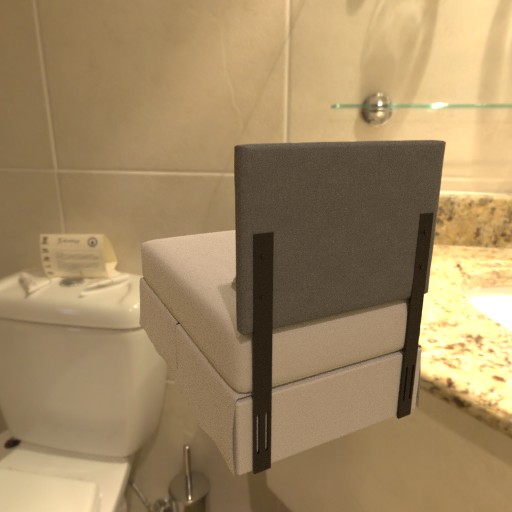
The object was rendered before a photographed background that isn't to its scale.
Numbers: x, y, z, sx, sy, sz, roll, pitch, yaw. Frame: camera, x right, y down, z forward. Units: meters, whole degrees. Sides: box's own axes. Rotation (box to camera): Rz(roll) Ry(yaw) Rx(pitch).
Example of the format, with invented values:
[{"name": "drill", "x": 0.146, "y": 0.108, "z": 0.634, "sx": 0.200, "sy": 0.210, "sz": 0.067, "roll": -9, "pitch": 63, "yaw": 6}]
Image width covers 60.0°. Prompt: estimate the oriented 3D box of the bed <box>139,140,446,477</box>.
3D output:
[{"name": "bed", "x": 0.000, "y": 0.000, "z": 3.011, "sx": 1.261, "sy": 1.571, "sz": 1.997, "roll": -8, "pitch": 18, "yaw": -26}]
